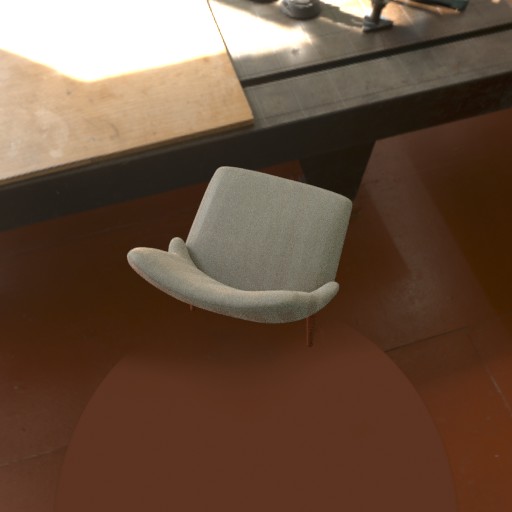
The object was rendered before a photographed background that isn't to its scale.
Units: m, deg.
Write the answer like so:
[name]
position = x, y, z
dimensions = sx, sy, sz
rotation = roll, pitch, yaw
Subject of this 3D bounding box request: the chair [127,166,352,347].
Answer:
[chair]
position = 0.000, 0.000, 1.341
dimensions = 0.526, 0.917, 0.684
rotation = 16, 64, 8
